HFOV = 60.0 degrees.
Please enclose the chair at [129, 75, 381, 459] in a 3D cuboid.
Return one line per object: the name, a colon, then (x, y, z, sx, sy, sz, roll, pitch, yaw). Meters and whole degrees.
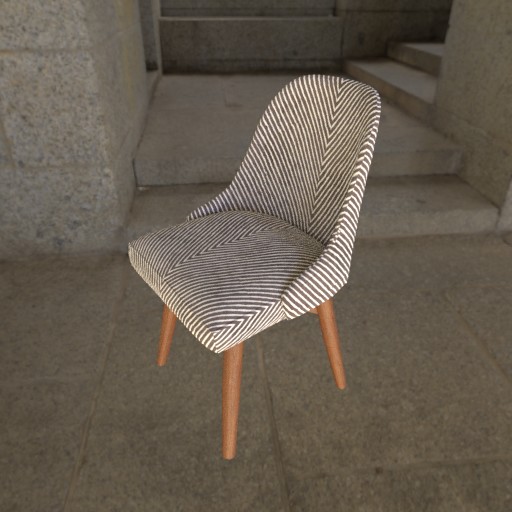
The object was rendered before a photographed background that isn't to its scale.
chair: (0.000, 0.000, 1.247, 0.591, 0.883, 0.504, -20, 37, -30)
